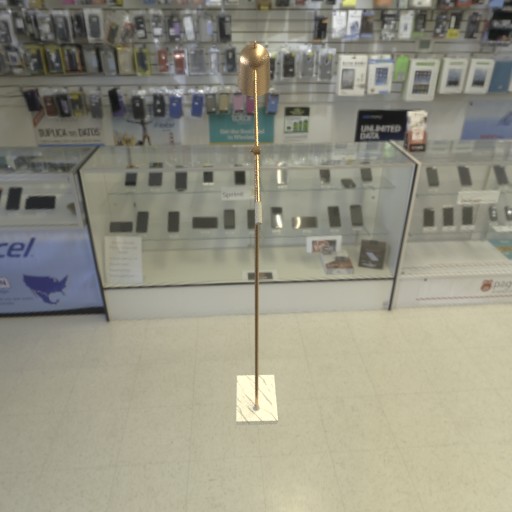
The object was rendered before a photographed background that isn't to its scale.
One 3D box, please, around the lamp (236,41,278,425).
[{"bbox_3d":[0.000,0.000,1.844,0.194,1.594,0.653,-1,29,-1],"label":"lamp"}]
